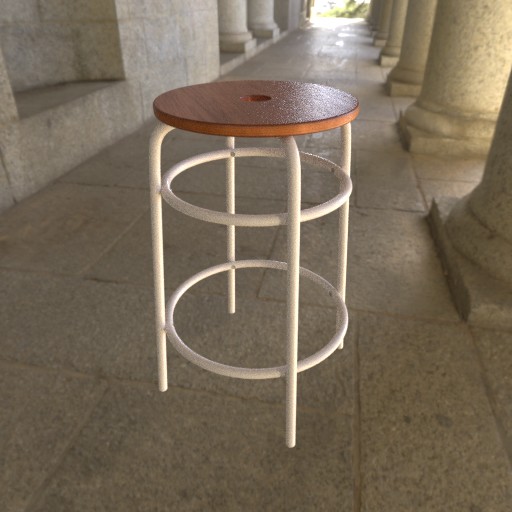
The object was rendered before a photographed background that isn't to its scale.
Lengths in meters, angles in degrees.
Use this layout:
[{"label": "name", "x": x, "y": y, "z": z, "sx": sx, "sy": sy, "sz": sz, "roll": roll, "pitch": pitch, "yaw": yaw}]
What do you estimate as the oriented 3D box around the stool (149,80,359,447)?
[{"label": "stool", "x": 0.000, "y": 0.000, "z": 0.890, "sx": 0.455, "sy": 0.610, "sz": 0.455, "roll": -10, "pitch": 33, "yaw": -15}]
